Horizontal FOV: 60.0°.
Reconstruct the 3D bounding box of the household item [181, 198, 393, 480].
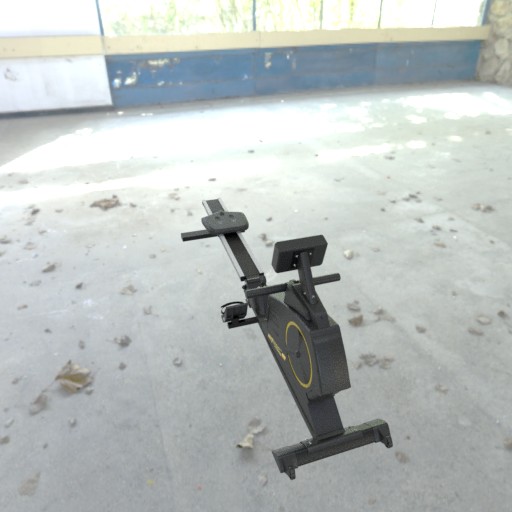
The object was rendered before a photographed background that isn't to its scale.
[{"bbox_3d":[0.000,0.000,2.564,0.521,0.810,2.251,-10,31,-16],"label":"household item"}]
